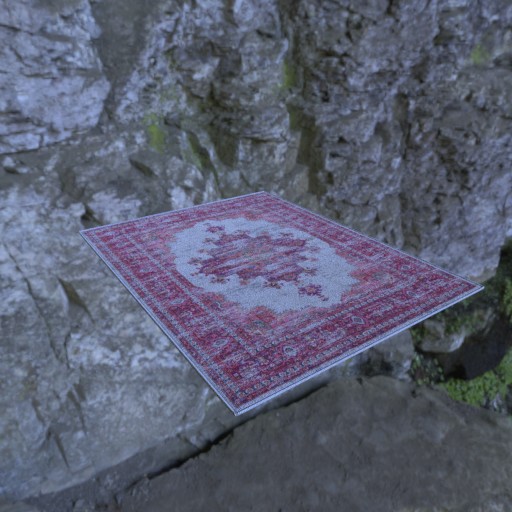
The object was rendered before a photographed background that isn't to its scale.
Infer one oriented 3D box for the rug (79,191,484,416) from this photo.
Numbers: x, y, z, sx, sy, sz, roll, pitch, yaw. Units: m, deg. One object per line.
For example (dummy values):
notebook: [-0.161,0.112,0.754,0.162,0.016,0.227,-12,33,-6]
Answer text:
rug: [0.000,0.000,4.185,2.447,0.017,3.123,-17,31,-31]
